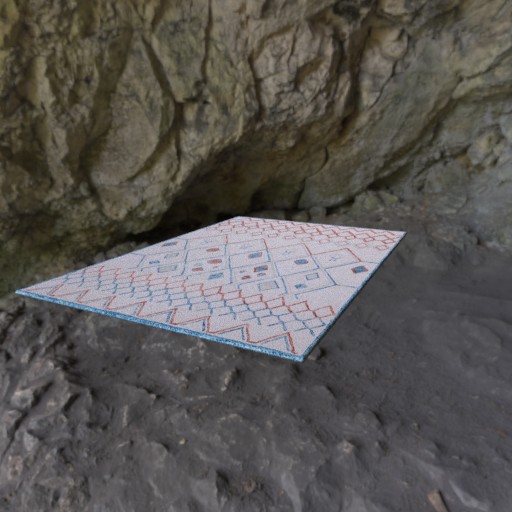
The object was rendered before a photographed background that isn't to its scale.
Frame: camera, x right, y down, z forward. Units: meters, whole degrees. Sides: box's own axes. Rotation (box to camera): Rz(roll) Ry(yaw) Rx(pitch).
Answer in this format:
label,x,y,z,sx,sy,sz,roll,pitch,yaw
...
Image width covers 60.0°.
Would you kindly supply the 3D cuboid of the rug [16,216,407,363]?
label,x,y,z,sx,sy,sz,roll,pitch,yaw
rug,0.000,0.000,2.279,1.219,0.016,1.829,8,17,26
